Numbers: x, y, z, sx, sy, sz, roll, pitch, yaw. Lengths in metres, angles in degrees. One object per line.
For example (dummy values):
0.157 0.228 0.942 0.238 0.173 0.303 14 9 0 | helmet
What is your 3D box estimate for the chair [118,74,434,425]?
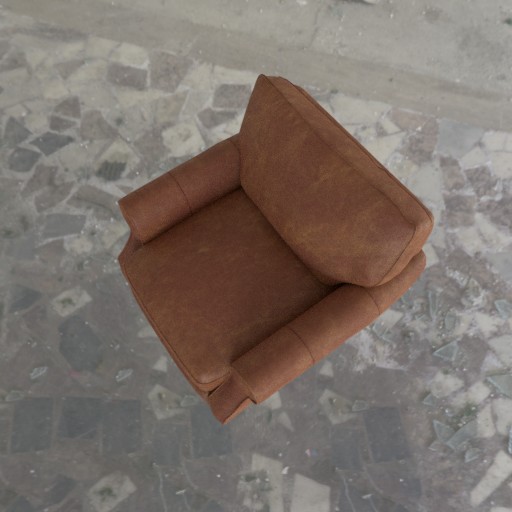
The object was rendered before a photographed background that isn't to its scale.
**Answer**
0.000 0.000 1.792 0.986 0.962 0.983 -33 68 -15 | chair
